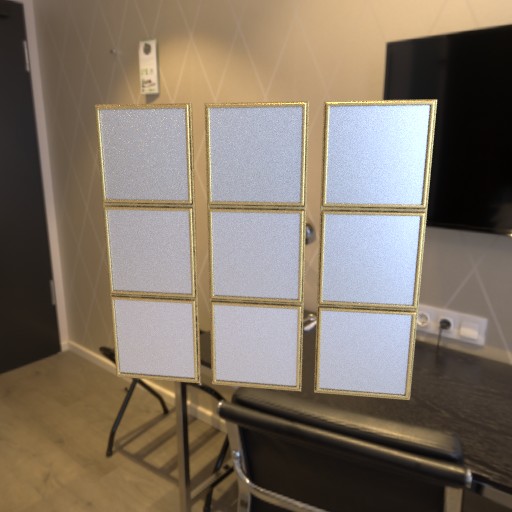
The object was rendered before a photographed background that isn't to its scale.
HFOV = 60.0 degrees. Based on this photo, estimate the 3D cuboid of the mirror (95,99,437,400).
[{"bbox_3d":[0.000,0.000,1.407,1.011,0.926,0.023,2,14,8],"label":"mirror"}]
